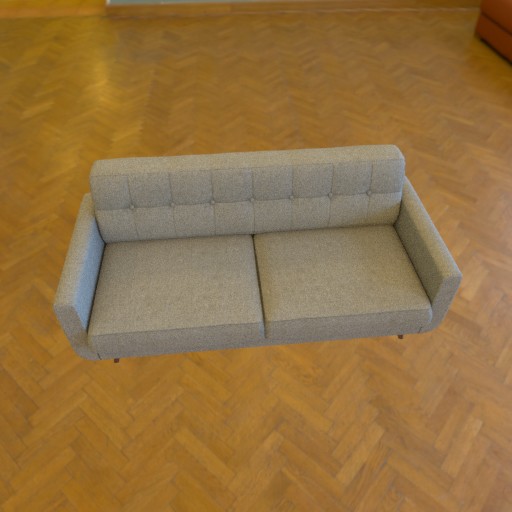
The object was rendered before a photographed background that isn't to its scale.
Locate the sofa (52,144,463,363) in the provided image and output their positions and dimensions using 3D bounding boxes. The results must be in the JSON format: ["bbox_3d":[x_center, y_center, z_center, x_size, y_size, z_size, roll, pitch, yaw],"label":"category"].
[{"bbox_3d":[0.000,0.000,2.597,2.055,0.873,0.968,-4,45,-4],"label":"sofa"}]
